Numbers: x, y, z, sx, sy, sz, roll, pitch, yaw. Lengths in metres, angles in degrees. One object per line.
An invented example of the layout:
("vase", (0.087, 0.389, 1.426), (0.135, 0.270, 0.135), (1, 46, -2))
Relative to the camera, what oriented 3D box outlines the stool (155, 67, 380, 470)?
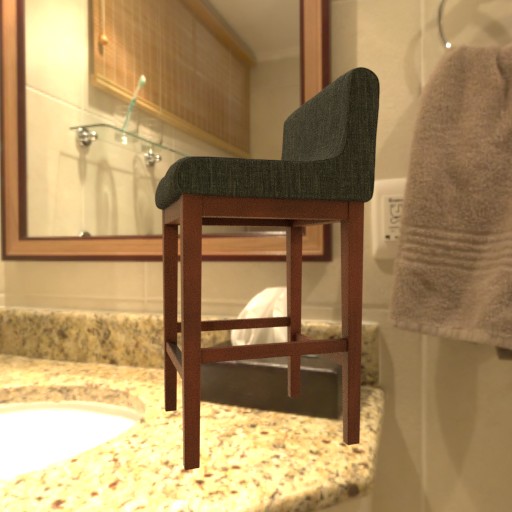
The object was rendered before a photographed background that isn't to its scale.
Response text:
("stool", (0.000, 0.000, 1.093), (0.459, 0.835, 0.395), (0, 1, -18))
